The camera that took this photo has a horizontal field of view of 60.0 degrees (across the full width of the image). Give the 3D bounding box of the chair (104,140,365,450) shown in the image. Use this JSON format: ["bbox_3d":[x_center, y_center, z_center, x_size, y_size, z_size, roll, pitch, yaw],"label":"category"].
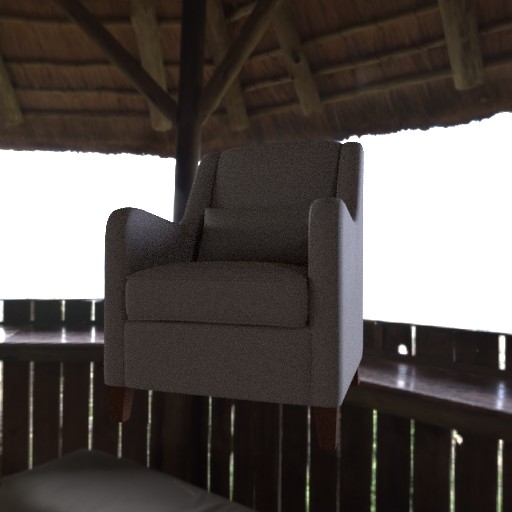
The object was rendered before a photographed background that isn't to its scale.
[{"bbox_3d":[0.000,0.000,1.612,0.715,1.010,0.863,0,-1,18],"label":"chair"}]
